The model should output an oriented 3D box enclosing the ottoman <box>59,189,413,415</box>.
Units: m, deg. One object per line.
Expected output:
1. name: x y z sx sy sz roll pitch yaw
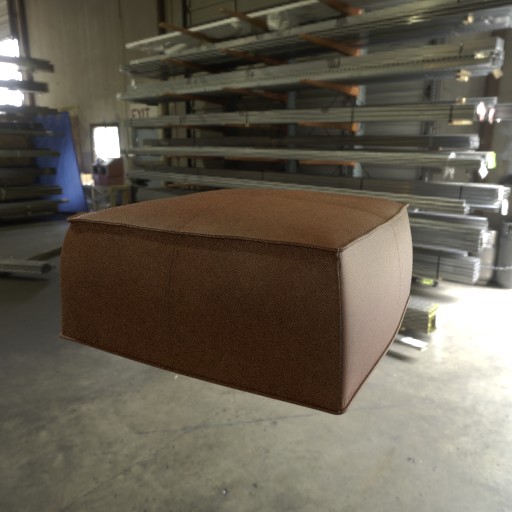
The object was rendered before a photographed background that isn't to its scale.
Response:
1. ottoman: 0.000 0.000 1.421 0.901 0.395 0.902 7 16 27
